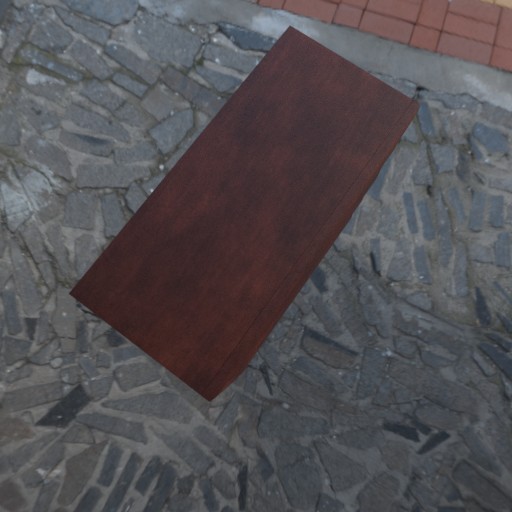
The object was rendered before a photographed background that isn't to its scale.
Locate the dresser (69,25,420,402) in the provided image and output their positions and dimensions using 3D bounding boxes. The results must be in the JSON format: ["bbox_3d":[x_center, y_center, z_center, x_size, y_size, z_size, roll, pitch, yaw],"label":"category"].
[{"bbox_3d":[0.000,0.000,2.027,0.506,1.514,1.072,35,79,8],"label":"dresser"}]
